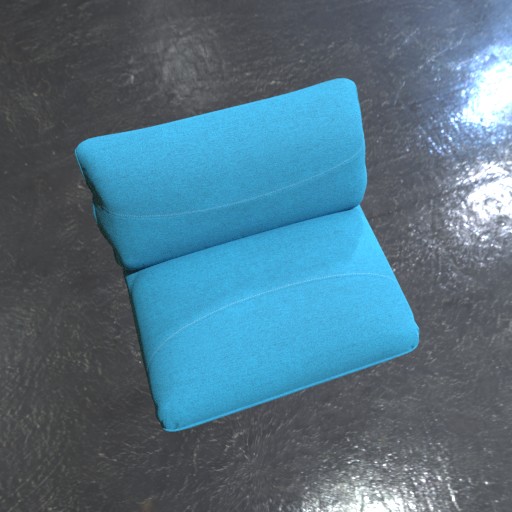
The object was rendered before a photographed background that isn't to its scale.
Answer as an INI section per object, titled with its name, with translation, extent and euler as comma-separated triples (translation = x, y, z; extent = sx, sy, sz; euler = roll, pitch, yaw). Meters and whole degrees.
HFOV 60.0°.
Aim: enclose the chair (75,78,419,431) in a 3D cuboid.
[chair]
translation = 0.000, 0.000, 1.324
extent = 0.820, 0.580, 0.780
euler = -16, 65, -8
